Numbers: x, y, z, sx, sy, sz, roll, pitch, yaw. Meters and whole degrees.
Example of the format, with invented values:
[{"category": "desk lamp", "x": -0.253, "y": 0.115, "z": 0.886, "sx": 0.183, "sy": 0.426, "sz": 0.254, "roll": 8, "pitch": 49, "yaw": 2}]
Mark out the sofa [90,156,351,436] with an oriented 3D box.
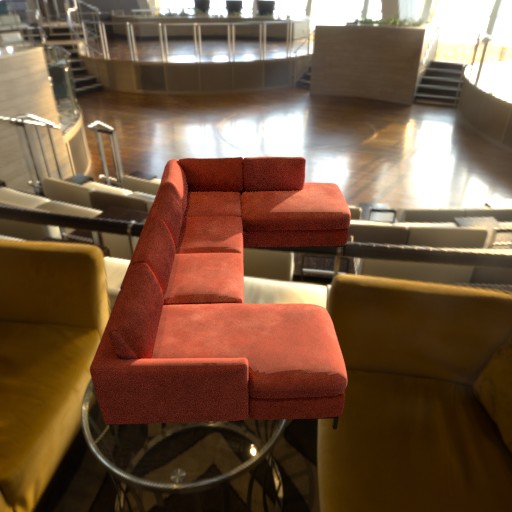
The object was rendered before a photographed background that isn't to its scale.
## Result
[{"category": "sofa", "x": 0.000, "y": 0.000, "z": 3.843, "sx": 1.981, "sy": 0.858, "sz": 2.971, "roll": -1, "pitch": 32, "yaw": -2}]
